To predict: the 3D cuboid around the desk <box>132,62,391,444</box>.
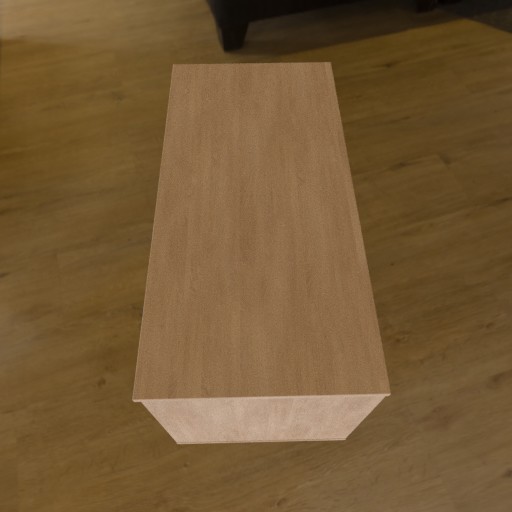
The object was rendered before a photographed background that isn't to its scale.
[{"bbox_3d":[0.000,0.000,1.683,0.600,0.770,1.251,-1,58,-1],"label":"desk"}]
